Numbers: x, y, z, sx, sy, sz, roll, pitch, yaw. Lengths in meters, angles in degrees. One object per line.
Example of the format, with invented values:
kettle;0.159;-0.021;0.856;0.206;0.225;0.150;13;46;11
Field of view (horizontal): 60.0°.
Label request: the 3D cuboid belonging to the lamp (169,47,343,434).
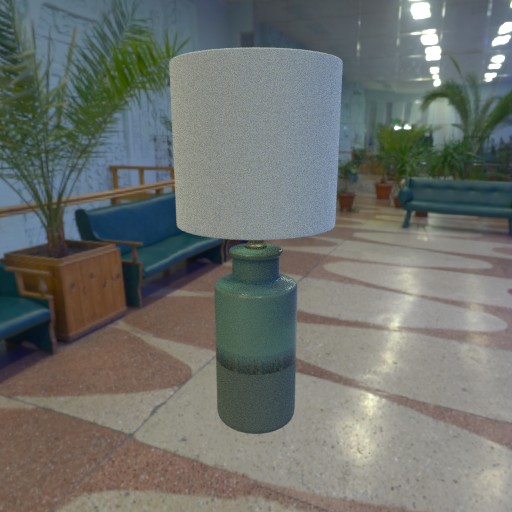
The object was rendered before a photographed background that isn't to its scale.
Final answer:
lamp;0.000;0.000;0.614;0.212;0.493;0.212;7;17;25
